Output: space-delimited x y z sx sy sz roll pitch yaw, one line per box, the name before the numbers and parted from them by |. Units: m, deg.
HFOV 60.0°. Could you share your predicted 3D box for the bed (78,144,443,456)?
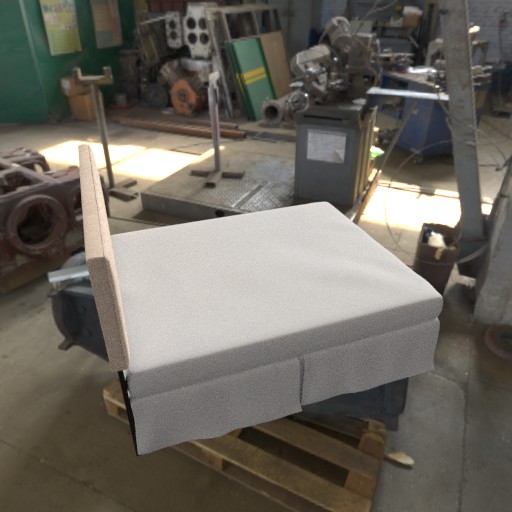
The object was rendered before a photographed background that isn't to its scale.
bed | 0.000 0.000 2.963 1.978 1.270 1.643 -11 33 -17
